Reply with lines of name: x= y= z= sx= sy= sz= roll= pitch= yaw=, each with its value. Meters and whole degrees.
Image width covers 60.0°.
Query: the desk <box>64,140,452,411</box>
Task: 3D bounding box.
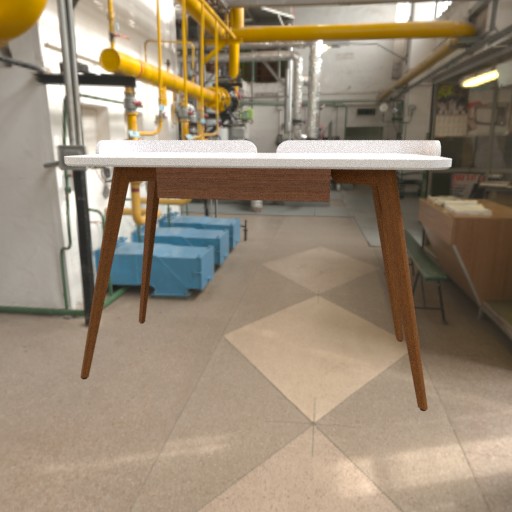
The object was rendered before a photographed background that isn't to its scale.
desk: x=0.000 y=0.000 z=1.600 sx=1.206 sy=0.807 sz=0.534 roll=2 pitch=15 yaw=9
